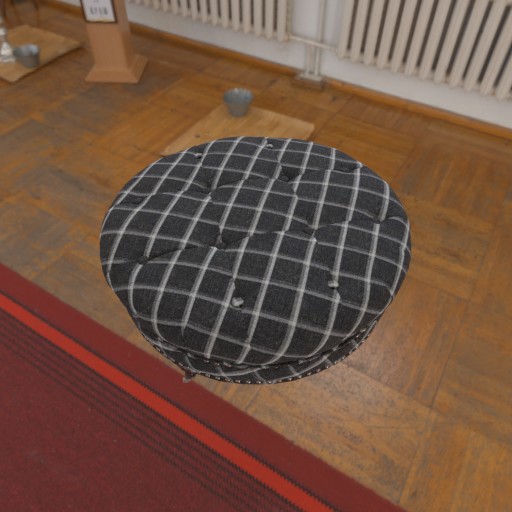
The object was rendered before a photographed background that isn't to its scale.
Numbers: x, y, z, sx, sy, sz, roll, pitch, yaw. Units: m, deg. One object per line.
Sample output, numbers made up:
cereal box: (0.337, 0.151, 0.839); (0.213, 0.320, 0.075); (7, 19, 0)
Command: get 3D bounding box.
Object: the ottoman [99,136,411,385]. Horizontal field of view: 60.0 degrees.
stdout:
ottoman: (0.000, 0.000, 1.419); (0.901, 0.439, 0.901); (0, 47, 0)
